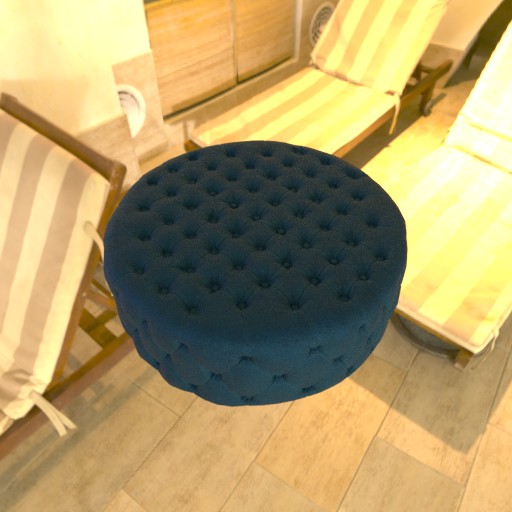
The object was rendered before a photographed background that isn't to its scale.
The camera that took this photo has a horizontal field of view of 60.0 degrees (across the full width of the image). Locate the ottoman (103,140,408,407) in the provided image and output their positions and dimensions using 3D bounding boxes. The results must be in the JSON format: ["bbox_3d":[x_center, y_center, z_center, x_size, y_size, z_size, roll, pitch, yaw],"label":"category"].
[{"bbox_3d":[0.000,0.000,1.559,0.998,0.398,0.998,0,46,0],"label":"ottoman"}]
